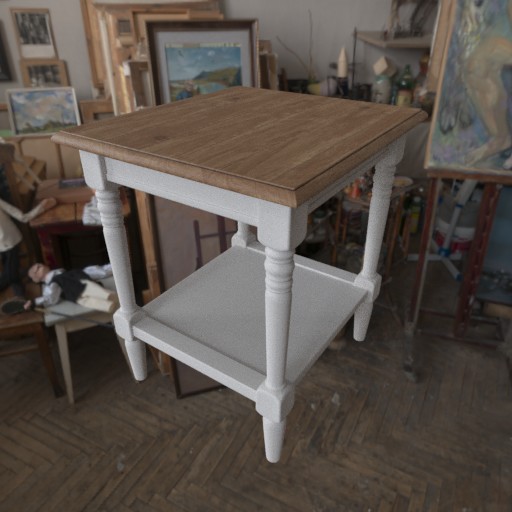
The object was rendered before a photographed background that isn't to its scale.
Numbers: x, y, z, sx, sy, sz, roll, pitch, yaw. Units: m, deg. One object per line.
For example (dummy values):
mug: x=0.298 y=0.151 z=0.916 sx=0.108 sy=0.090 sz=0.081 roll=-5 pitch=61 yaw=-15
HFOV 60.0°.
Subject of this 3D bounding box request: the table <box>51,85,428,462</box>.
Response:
table: x=0.000 y=0.000 z=0.922 sx=0.457 sy=0.561 sz=0.508 roll=19 pitch=36 yaw=29
